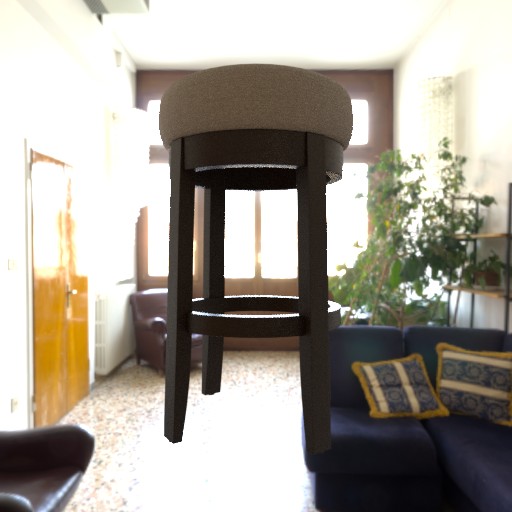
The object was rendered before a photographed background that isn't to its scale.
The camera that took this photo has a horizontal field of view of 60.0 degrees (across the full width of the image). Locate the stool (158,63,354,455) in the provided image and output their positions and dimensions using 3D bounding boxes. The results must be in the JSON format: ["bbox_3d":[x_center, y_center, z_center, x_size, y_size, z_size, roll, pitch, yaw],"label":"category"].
[{"bbox_3d":[0.000,0.000,1.029,0.443,0.757,0.443,0,1,0],"label":"stool"}]
